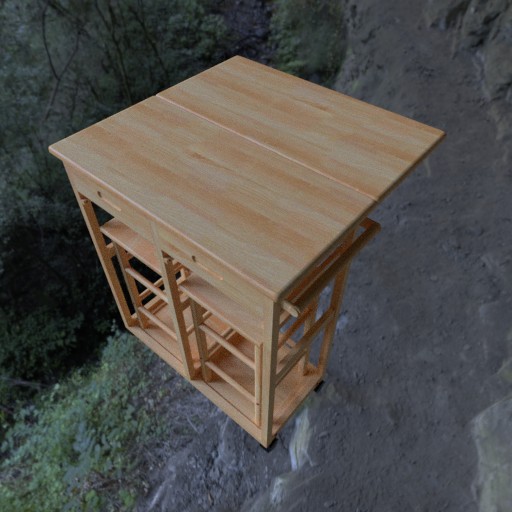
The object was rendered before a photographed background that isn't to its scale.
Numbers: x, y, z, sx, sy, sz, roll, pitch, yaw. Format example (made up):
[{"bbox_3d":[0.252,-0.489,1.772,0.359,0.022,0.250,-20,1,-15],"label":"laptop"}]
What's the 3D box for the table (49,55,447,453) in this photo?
[{"bbox_3d":[0.000,0.000,1.397,0.752,0.832,0.693,32,55,26],"label":"table"}]
